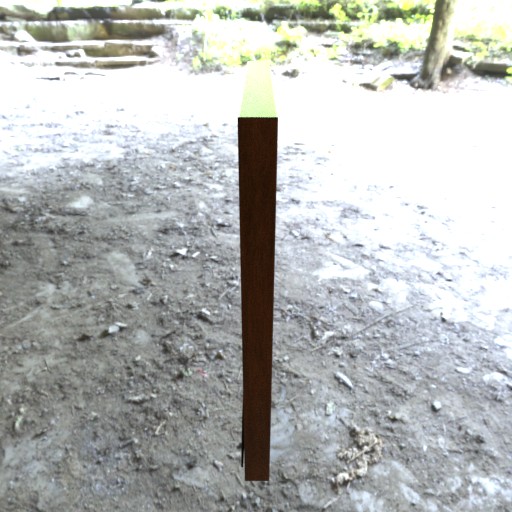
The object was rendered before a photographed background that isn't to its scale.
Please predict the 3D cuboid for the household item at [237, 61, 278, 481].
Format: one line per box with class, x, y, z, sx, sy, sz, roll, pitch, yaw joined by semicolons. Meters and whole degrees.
household item;0.000;0.000;0.336;0.020;0.250;0.200;0;30;0
